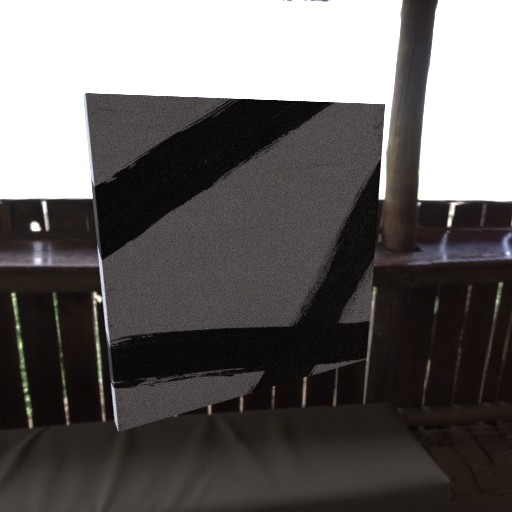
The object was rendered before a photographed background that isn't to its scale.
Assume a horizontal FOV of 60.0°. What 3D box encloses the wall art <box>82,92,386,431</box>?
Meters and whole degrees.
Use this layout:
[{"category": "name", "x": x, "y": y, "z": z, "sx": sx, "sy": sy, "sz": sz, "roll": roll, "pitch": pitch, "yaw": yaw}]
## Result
[{"category": "wall art", "x": 0.000, "y": 0.000, "z": 1.146, "sx": 0.765, "sy": 0.765, "sz": 0.046, "roll": -8, "pitch": 18, "yaw": -26}]
